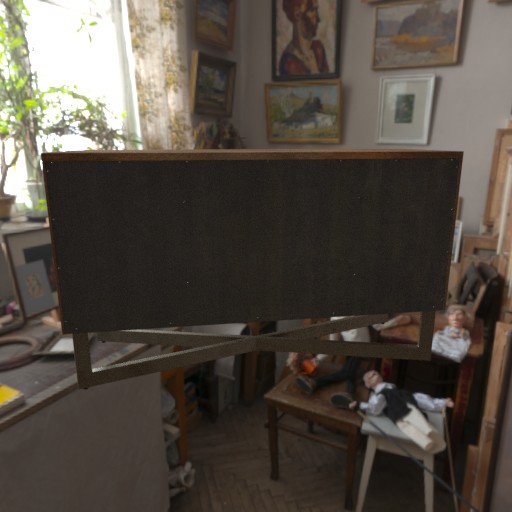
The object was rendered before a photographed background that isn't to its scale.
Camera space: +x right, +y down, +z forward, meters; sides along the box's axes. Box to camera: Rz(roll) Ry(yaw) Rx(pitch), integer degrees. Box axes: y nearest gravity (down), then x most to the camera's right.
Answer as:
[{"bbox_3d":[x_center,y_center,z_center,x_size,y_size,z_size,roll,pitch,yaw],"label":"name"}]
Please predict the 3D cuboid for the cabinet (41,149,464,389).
[{"bbox_3d":[0.000,0.000,1.753,1.373,0.812,0.480,-2,15,-9],"label":"cabinet"}]
